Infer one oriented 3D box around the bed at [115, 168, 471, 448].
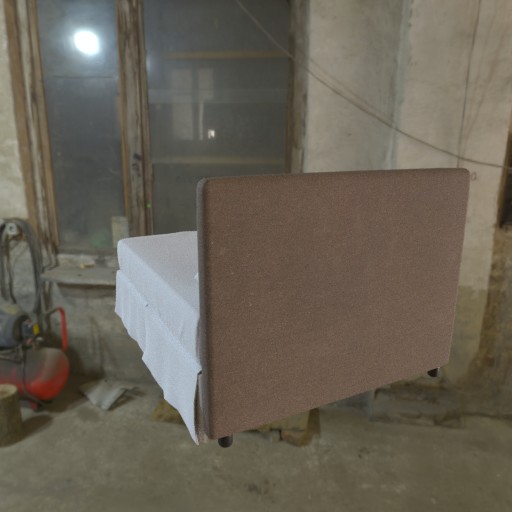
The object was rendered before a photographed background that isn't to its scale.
[{"bbox_3d":[0.000,0.000,3.221,1.723,1.330,2.142,-7,16,-27],"label":"bed"}]
